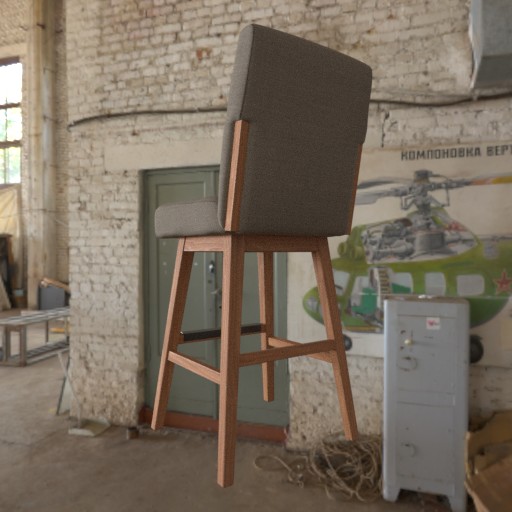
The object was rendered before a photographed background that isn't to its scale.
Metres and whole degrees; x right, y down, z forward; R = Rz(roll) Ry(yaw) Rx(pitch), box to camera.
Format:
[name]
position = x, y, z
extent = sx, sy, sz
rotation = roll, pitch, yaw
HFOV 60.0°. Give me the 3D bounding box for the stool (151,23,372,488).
[stool]
position = 0.000, 0.000, 1.363
extent = 0.483, 1.112, 0.570
rotation = -1, 1, -36
